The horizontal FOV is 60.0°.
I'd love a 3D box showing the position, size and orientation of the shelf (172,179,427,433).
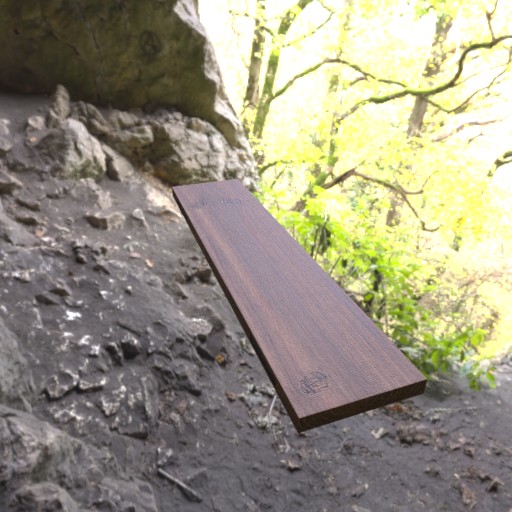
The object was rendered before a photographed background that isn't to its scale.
[{"bbox_3d":[0.000,0.000,0.671,0.140,0.020,0.610,-10,31,-17],"label":"shelf"}]
